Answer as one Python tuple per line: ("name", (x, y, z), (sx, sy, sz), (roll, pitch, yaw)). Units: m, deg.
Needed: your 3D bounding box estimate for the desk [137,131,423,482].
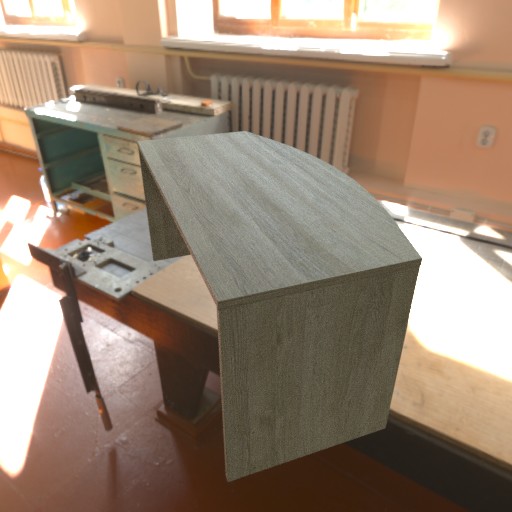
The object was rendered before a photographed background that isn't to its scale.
("desk", (0.000, 0.000, 2.089), (0.802, 0.752, 1.600), (-10, 31, -18))
